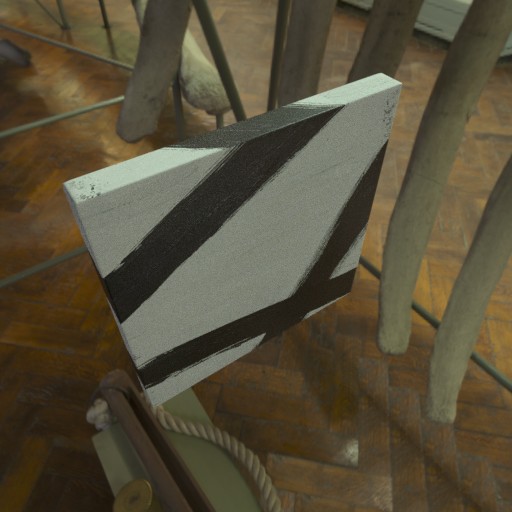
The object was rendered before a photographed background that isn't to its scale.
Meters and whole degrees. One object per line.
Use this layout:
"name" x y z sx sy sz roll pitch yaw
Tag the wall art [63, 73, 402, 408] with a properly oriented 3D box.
"wall art" 0.000 0.000 0.773 0.507 0.508 0.050 -26 52 -23
